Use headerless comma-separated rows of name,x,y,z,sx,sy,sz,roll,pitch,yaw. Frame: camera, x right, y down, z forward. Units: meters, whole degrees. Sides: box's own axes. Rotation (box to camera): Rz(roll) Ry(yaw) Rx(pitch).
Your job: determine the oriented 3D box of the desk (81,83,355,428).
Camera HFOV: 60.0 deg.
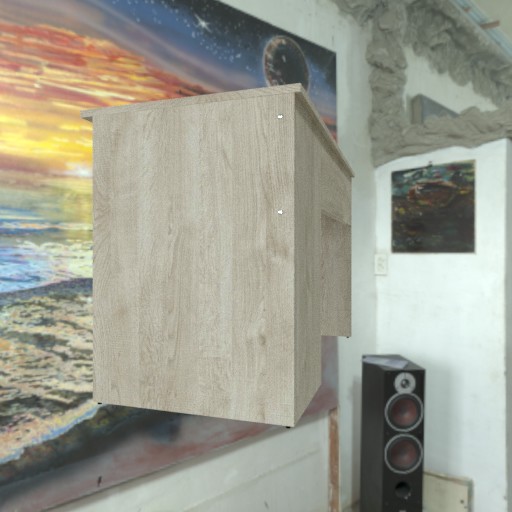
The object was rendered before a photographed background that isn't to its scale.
desk,0.000,0.000,1.537,0.560,0.730,1.096,0,0,18
